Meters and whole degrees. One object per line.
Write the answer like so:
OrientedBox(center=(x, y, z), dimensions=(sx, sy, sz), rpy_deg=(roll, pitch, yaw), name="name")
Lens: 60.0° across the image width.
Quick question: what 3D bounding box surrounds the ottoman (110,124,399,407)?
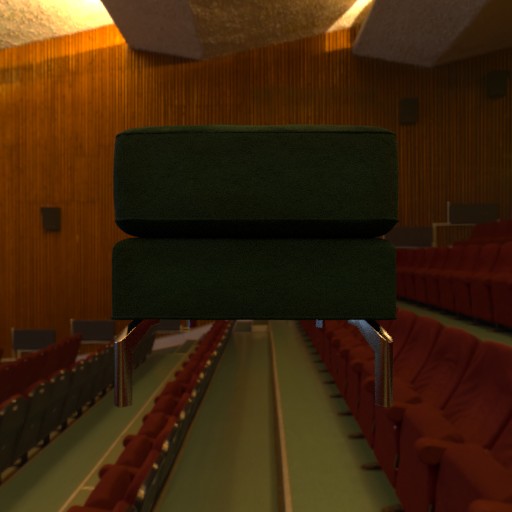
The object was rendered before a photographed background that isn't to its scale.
OrientedBox(center=(0.000, 0.000, 1.223), dimensions=(0.536, 0.533, 0.886), rpy_deg=(0, 0, 0), name="ottoman")
